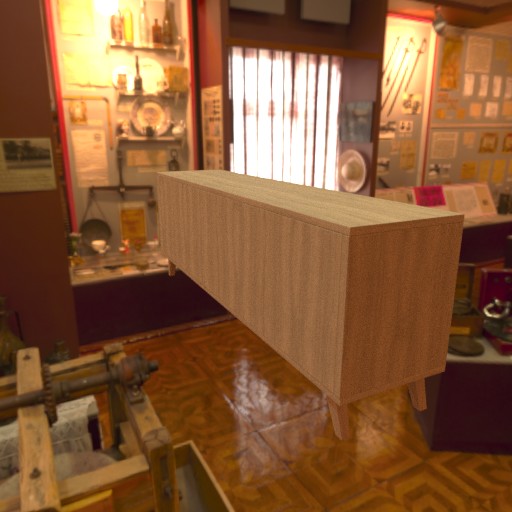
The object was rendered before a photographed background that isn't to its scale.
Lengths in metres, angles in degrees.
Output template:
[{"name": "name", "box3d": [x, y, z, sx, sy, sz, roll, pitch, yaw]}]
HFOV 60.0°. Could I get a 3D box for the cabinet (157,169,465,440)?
[{"name": "cabinet", "box3d": [0.000, 0.000, 2.467, 0.499, 0.779, 2.198, -8, 17, -26]}]
